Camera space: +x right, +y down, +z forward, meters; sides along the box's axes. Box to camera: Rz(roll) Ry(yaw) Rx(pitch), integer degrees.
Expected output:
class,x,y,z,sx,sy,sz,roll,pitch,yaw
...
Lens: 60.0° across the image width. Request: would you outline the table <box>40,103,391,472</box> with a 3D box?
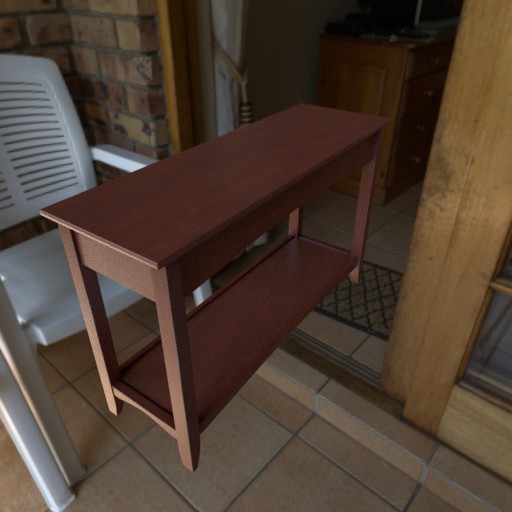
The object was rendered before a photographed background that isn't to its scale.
class,x,y,z,sx,sy,sz,roll,pitch,yaw
table,0.000,0.000,1.538,0.392,0.739,1.188,21,39,29
